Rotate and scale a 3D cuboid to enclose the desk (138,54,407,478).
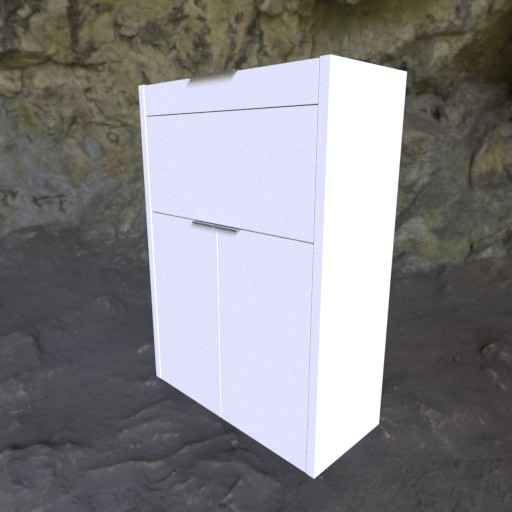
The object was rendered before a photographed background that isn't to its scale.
[{"bbox_3d":[0.000,0.000,1.594,0.850,1.190,0.390,14,20,43],"label":"desk"}]
